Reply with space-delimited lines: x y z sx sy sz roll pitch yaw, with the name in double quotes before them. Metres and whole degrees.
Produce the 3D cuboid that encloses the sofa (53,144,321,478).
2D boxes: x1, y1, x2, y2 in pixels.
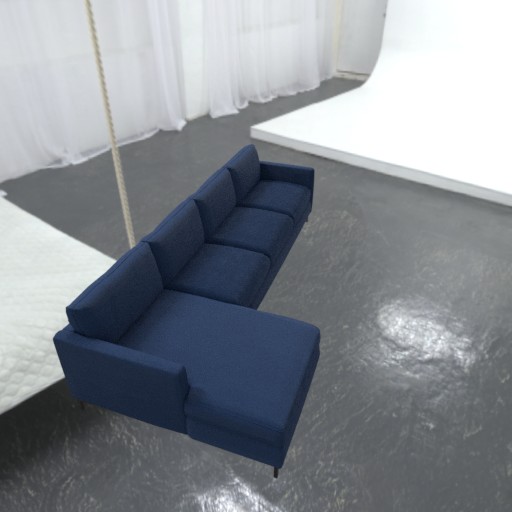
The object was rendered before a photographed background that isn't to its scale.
"sofa" 0.000 0.000 2.886 1.128 0.679 2.450 11 35 16
